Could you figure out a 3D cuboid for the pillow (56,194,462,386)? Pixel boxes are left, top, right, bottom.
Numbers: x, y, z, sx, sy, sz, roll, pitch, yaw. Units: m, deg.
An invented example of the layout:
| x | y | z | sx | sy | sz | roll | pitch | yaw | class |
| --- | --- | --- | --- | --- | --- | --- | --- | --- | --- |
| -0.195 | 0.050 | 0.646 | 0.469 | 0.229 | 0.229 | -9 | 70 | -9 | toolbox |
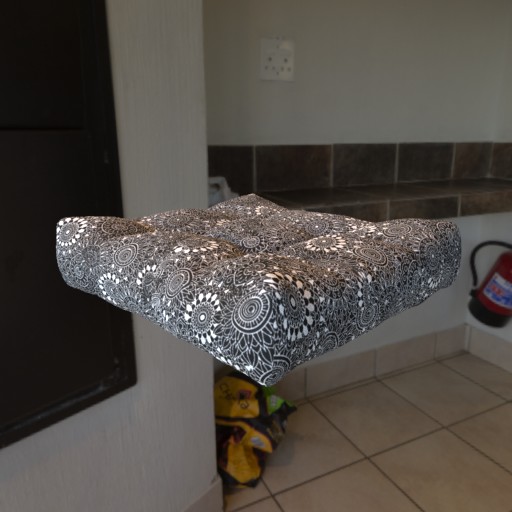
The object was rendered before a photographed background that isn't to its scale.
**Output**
| x | y | z | sx | sy | sz | roll | pitch | yaw | class |
| --- | --- | --- | --- | --- | --- | --- | --- | --- | --- |
| 0.000 | 0.000 | 0.714 | 0.468 | 0.128 | 0.490 | -15 | 21 | -43 | pillow |
